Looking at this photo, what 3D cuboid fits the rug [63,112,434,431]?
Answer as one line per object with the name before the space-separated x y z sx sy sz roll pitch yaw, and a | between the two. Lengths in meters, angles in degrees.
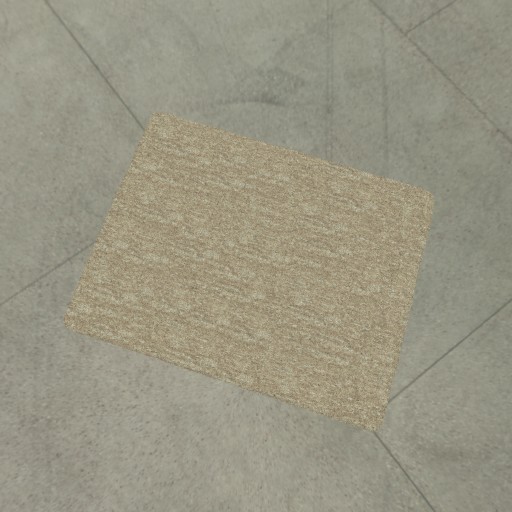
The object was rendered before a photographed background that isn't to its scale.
rug | 0.000 0.000 3.977 2.873 0.050 2.242 17 76 5
